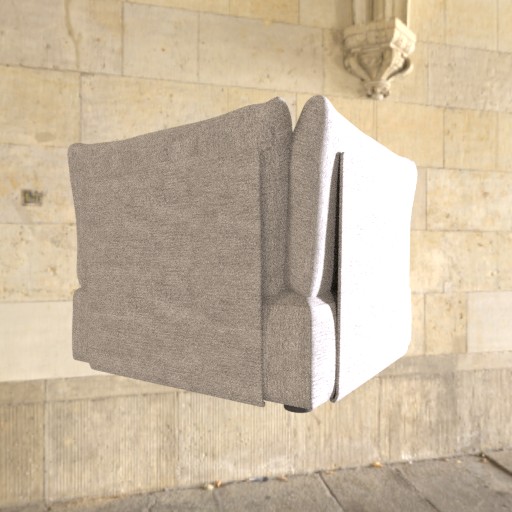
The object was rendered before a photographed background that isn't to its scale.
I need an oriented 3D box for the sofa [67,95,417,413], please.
[{"bbox_3d":[0.000,0.000,1.728,1.000,0.820,1.000,0,0,33],"label":"sofa"}]
